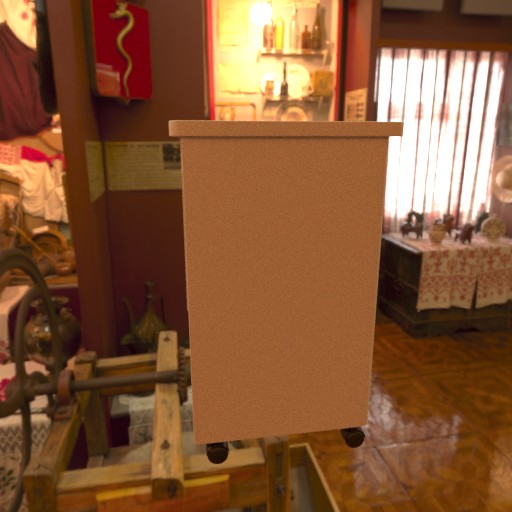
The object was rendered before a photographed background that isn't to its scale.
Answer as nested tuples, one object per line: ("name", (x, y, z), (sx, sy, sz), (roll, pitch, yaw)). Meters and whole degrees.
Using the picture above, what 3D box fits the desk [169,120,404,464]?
("desk", (0.000, 0.000, 1.359), (0.475, 0.763, 0.877), (-2, 15, -9))
